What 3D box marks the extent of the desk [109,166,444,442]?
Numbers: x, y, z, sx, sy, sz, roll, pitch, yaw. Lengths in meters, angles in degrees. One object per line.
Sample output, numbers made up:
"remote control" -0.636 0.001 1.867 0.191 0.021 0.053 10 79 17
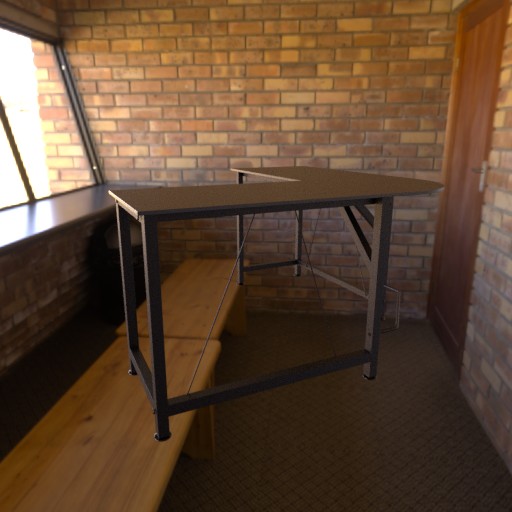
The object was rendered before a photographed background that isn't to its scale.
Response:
"desk" 0.000 0.000 2.219 1.400 0.762 1.400 -7 17 -25
